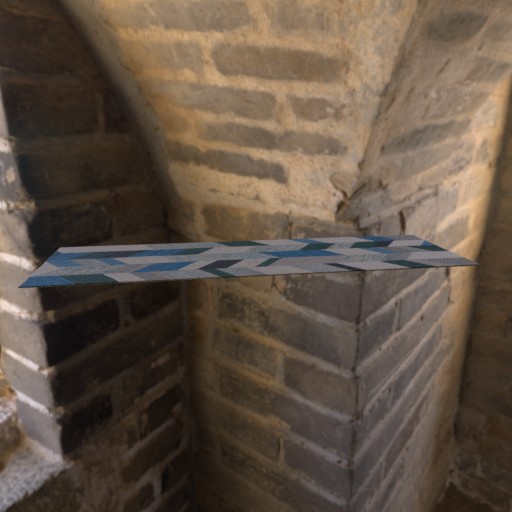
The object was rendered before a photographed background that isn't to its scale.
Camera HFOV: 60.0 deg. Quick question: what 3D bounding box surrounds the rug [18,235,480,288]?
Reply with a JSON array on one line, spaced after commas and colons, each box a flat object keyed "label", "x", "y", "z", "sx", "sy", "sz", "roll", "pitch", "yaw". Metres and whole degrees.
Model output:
[{"label": "rug", "x": 0.000, "y": 0.000, "z": 2.671, "sx": 2.437, "sy": 0.008, "sz": 0.774, "roll": -2, "pitch": 16, "yaw": -9}]
